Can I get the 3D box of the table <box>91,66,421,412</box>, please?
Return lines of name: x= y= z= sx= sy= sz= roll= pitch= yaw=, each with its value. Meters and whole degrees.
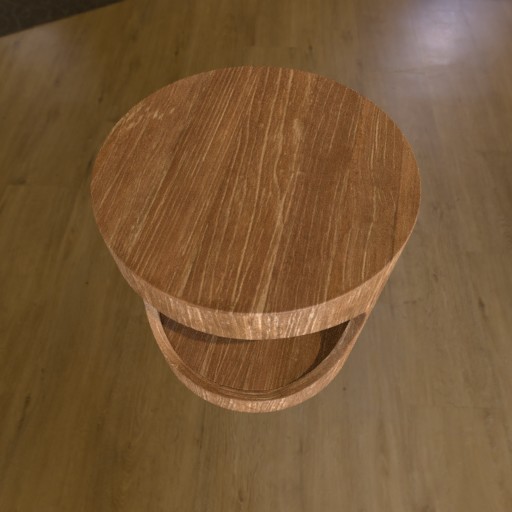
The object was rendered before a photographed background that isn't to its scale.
table: x=0.000 y=0.000 z=0.952 sx=0.527 sy=0.551 sz=0.527 roll=0 pitch=58 yaw=0
